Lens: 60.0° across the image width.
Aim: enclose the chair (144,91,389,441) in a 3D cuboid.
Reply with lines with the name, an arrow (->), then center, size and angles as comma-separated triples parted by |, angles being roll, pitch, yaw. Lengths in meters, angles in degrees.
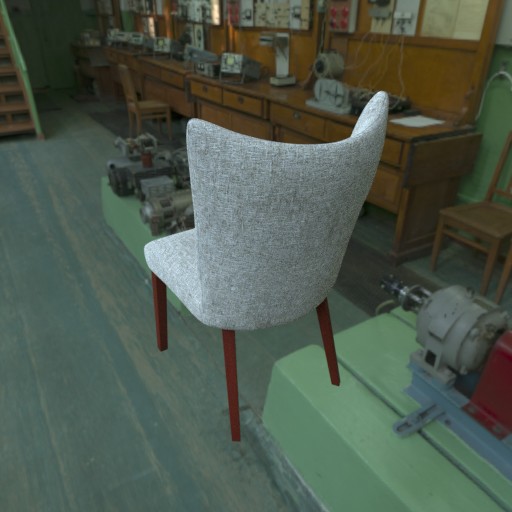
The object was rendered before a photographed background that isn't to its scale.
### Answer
chair -> 0.000, 0.000, 1.306 | 0.535, 0.924, 0.623 | -18, 34, -29
